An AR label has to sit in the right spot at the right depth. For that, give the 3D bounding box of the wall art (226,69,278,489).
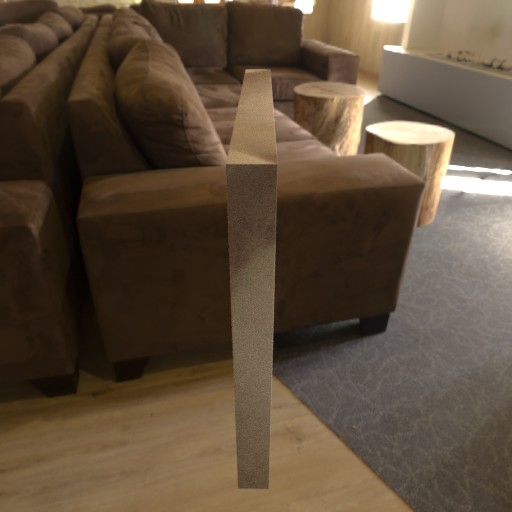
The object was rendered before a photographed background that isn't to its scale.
[{"bbox_3d":[0.000,0.000,0.446,0.028,0.303,0.303,0,32,1],"label":"wall art"}]
